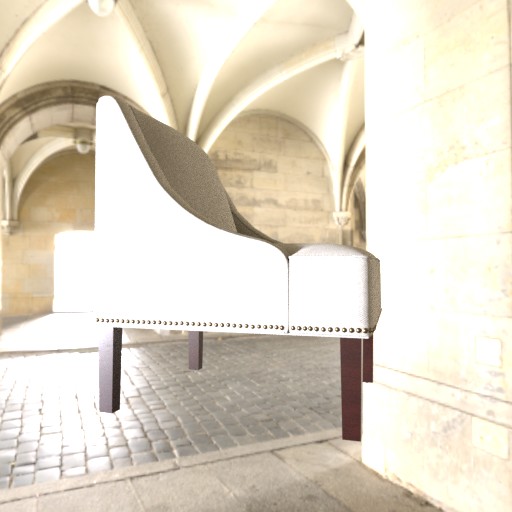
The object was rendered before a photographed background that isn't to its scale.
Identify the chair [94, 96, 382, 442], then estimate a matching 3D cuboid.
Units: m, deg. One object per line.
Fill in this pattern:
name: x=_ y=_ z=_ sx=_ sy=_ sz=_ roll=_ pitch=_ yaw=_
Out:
chair: x=0.000 y=0.000 z=1.392 sx=0.748 sy=0.872 sz=0.628 roll=-1 pitch=-2 yaw=17
